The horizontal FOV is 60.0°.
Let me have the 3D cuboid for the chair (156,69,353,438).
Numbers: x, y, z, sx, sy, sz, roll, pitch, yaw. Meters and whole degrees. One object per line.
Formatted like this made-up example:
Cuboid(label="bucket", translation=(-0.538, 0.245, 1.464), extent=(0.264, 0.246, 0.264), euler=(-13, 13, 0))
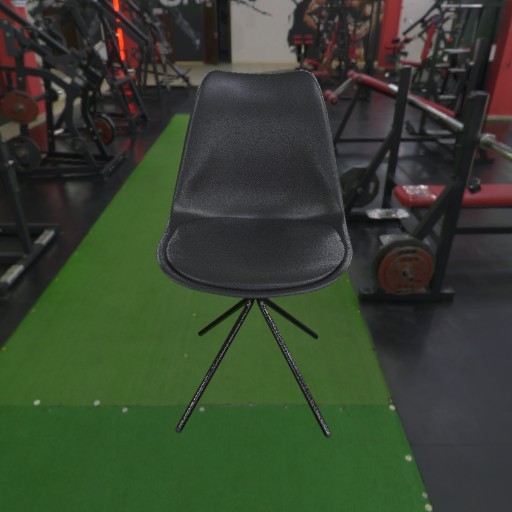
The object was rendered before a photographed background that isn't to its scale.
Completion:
Cuboid(label="chair", translation=(0.000, 0.000, 1.160), extent=(0.461, 0.850, 0.525), euler=(1, 29, 2))
